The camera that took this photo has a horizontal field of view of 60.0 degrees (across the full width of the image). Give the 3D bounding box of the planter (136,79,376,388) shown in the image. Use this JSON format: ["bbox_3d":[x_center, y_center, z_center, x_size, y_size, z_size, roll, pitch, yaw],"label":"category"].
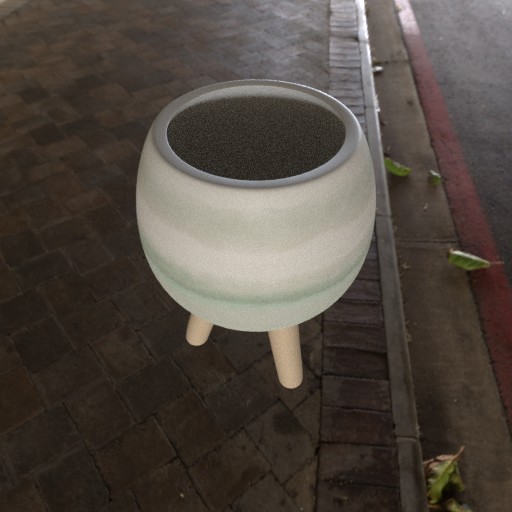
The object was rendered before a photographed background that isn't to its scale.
[{"bbox_3d":[0.000,0.000,0.343,0.161,0.224,0.161,0,47,0],"label":"planter"}]
